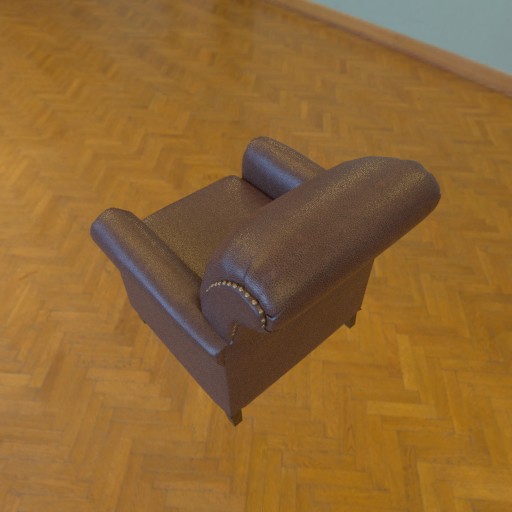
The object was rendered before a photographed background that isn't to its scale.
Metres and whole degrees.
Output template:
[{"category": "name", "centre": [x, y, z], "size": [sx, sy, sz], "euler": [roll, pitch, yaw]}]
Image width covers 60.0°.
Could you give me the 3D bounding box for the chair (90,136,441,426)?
[{"category": "chair", "centre": [0.000, 0.000, 1.599], "size": [0.854, 0.927, 0.890], "euler": [-33, 55, -27]}]
